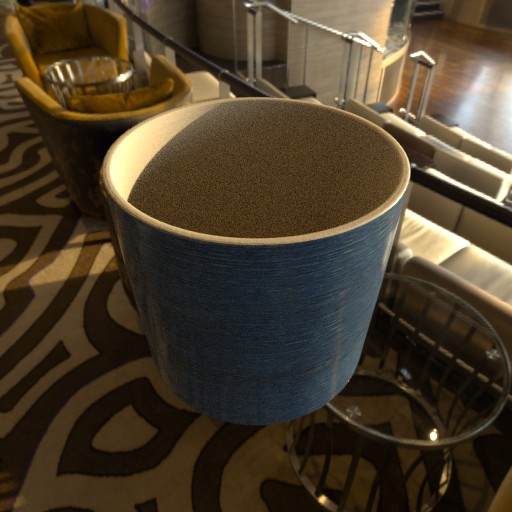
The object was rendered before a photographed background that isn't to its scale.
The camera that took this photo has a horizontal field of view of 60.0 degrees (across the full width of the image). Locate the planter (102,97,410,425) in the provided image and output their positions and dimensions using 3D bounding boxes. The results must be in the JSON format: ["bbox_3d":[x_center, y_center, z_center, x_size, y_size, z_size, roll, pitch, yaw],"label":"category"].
[{"bbox_3d":[0.000,0.000,0.393,0.221,0.201,0.221,0,40,0],"label":"planter"}]
